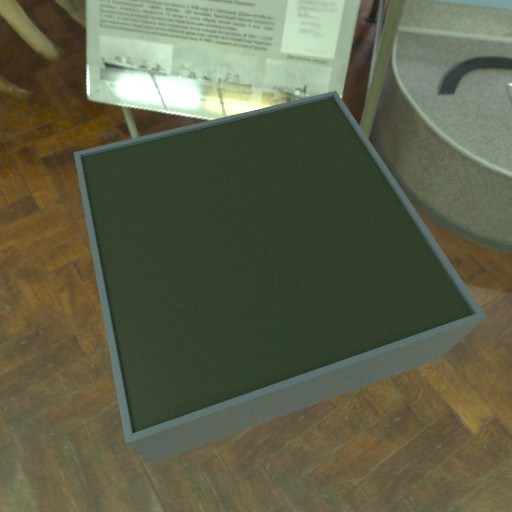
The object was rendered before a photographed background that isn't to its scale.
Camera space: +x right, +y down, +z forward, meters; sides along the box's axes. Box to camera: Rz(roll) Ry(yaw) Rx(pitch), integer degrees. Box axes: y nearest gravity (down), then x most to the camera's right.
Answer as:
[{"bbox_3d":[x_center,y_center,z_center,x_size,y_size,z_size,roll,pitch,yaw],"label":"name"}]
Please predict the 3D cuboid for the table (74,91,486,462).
[{"bbox_3d":[0.000,0.000,1.236,0.801,0.299,0.801,-16,60,-10],"label":"table"}]
